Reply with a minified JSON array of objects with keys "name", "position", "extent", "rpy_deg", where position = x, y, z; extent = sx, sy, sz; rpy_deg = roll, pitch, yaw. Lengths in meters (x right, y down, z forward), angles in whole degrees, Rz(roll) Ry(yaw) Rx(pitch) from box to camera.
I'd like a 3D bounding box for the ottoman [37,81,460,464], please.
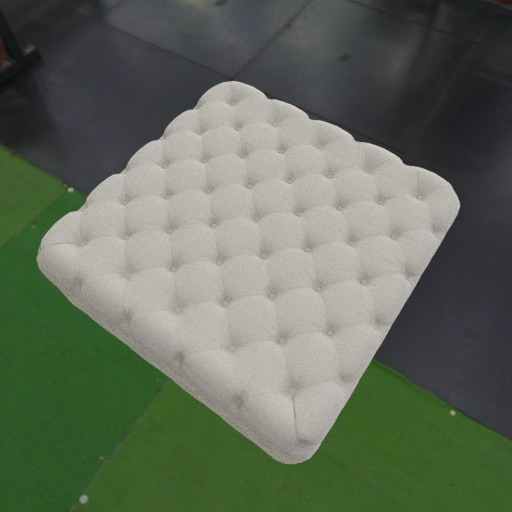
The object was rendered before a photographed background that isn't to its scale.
[{"name":"ottoman","position":[0.000,0.000,1.166],"extent":[0.753,0.376,0.755],"rpy_deg":[32,64,17]}]
